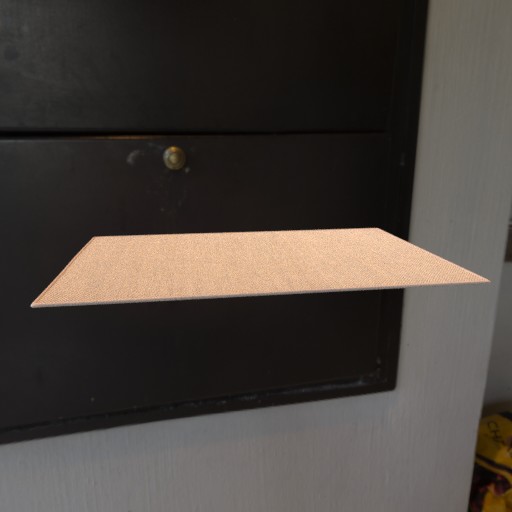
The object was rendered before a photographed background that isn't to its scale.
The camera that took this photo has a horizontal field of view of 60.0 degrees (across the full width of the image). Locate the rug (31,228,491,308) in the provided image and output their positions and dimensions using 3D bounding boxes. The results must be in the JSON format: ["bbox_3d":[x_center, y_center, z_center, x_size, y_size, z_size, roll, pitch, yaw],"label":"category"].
[{"bbox_3d":[0.000,0.000,2.089,1.676,0.013,1.067,-2,15,-8],"label":"rug"}]
